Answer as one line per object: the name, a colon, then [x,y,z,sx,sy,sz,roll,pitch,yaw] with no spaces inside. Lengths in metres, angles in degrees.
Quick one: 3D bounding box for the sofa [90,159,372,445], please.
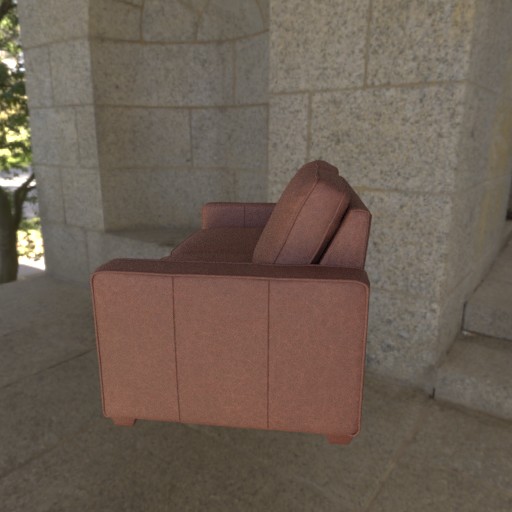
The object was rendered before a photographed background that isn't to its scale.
sofa: [0.000,0.000,2.258,0.947,0.918,1.709,2,15,7]
